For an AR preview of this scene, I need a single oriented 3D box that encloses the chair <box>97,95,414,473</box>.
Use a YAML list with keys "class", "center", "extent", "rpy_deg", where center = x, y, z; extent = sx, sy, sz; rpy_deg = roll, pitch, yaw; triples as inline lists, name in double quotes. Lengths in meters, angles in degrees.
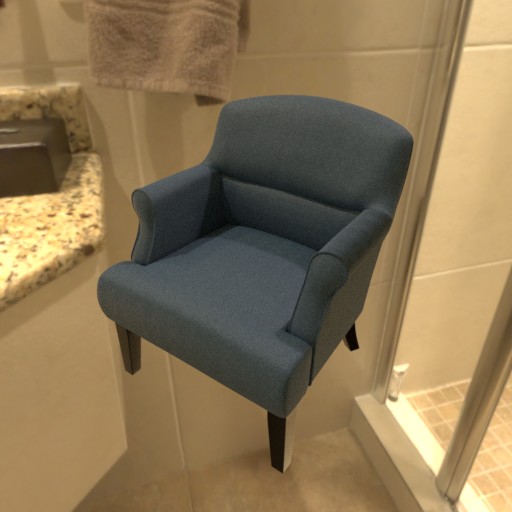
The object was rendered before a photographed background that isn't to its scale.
- class: "chair"
  center: [0.000, 0.000, 1.437]
  extent: [0.770, 0.878, 0.754]
  rpy_deg: [21, 37, 30]
